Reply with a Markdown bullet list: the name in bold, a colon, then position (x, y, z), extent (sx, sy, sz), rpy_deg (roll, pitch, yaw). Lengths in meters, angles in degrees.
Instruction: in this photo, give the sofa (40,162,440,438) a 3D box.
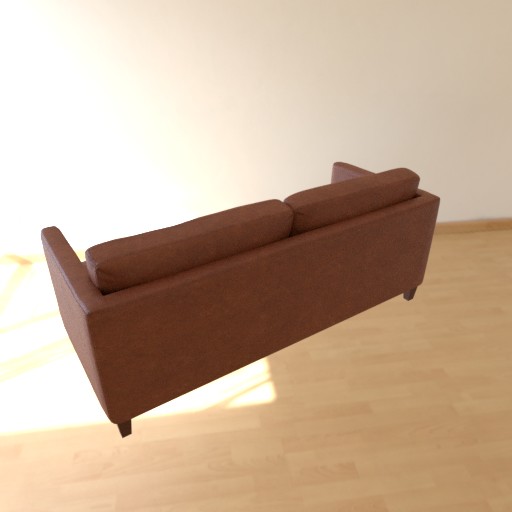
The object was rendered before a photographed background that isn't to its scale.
- **sofa**: position (0.000, 0.000, 2.706), extent (2.204, 0.932, 0.950), rpy_deg (-18, 34, -29)
